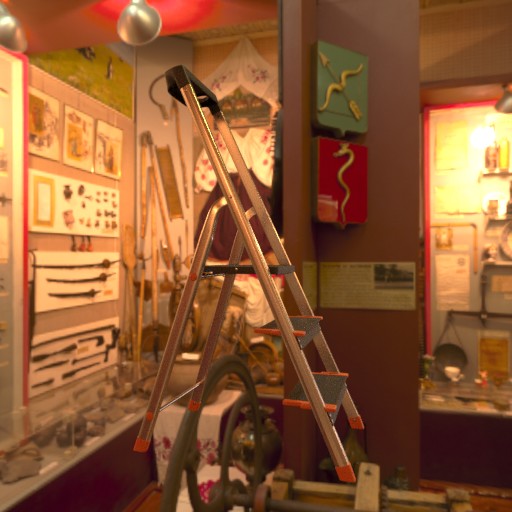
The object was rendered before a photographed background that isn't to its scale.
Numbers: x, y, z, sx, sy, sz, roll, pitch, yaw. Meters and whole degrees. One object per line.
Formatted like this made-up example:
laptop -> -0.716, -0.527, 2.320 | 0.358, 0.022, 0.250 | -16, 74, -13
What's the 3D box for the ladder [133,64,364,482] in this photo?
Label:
ladder -> 0.000, 0.000, 1.497 | 0.686, 1.229, 0.416 | 0, 0, 17
